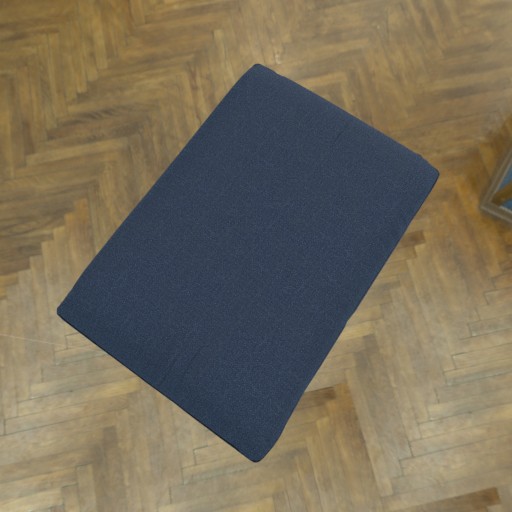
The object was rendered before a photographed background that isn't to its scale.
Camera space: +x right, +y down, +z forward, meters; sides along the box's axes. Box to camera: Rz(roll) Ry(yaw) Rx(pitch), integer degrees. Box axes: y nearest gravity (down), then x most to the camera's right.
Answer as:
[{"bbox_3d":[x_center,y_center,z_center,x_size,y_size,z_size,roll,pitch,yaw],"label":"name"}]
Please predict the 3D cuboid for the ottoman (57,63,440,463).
[{"bbox_3d":[0.000,0.000,1.125,0.558,0.486,0.767,34,77,9],"label":"ottoman"}]
